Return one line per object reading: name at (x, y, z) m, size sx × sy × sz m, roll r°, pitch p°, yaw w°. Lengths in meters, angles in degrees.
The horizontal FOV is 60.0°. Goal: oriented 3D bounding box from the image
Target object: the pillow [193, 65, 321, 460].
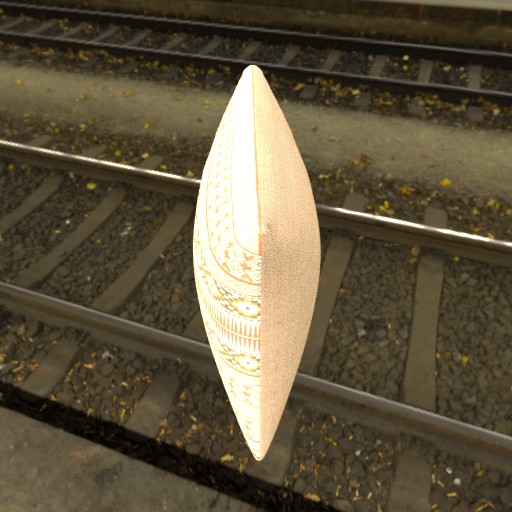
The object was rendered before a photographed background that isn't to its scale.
pillow at (0.000, 0.000, 0.809) m, size 0.215 × 0.519 × 0.521 m, roll -1°, pitch 42°, yaw -1°
